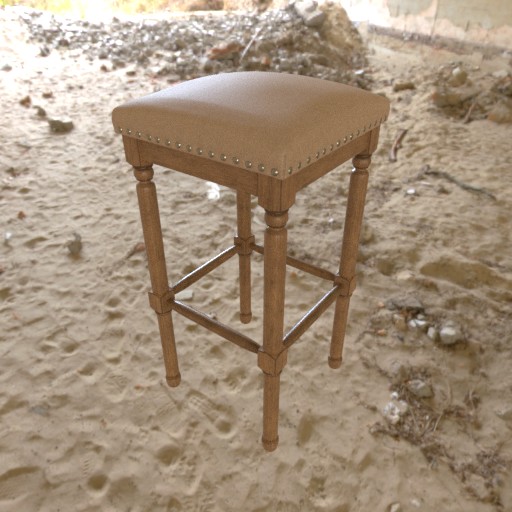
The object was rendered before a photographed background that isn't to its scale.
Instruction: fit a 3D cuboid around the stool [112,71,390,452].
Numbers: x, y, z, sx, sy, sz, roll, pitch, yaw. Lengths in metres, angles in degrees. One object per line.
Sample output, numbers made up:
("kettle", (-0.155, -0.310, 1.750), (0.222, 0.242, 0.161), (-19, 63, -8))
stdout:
("stool", (0.000, 0.000, 1.012), (0.383, 0.768, 0.382), (22, 39, 30))
